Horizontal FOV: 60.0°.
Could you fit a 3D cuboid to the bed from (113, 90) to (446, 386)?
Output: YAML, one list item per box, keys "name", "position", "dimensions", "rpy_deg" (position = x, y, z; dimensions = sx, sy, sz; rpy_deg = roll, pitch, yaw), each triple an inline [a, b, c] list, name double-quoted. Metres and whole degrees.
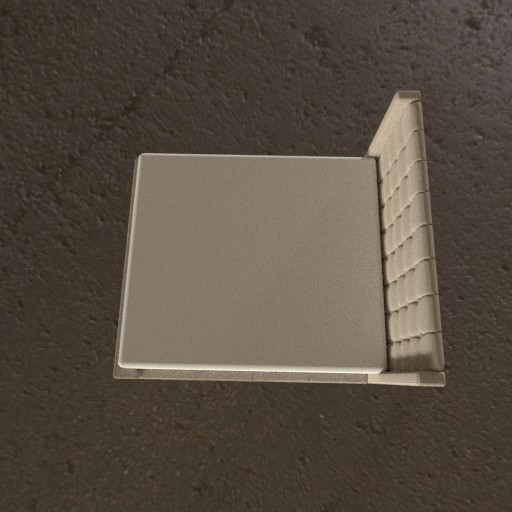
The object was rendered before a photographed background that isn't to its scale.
- name: "bed"
  position: [0.000, 0.000, 3.750]
  dimensions: [2.370, 1.743, 2.045]
  rpy_deg: [1, 75, 0]
